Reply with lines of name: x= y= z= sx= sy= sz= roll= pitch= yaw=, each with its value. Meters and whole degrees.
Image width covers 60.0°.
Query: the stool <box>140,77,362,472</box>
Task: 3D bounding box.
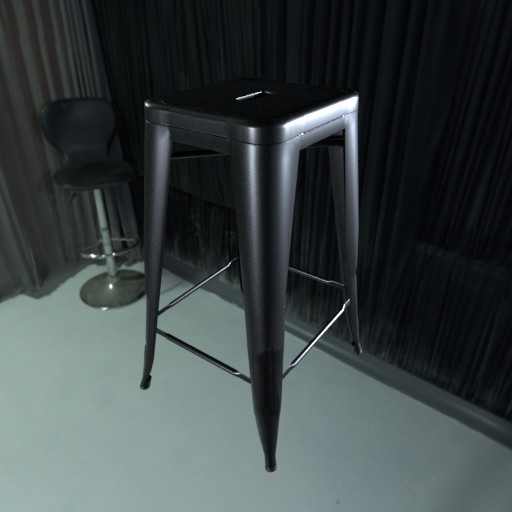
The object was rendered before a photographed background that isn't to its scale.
stool: x=0.000 y=0.000 z=0.873 sx=0.359 sy=0.609 sz=0.399 roll=20 pitch=36 yaw=30
